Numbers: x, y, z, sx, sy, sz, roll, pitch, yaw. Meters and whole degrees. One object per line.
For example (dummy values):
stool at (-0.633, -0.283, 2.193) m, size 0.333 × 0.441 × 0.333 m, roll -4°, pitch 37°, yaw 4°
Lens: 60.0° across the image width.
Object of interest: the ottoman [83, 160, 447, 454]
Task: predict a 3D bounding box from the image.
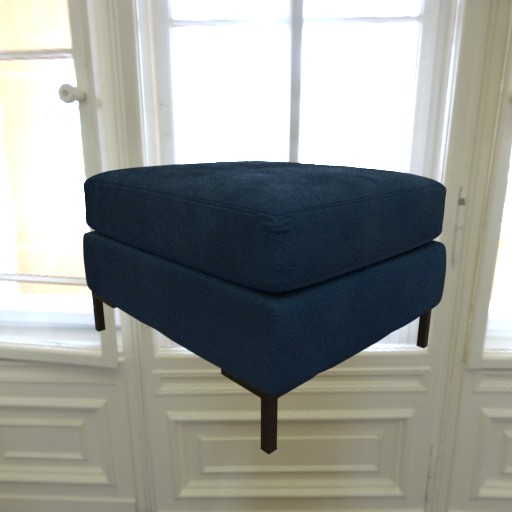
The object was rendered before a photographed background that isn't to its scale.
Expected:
ottoman at (0.000, 0.000, 1.200) m, size 0.655 × 0.485 × 0.794 m, roll -15°, pitch 21°, yaw -41°
